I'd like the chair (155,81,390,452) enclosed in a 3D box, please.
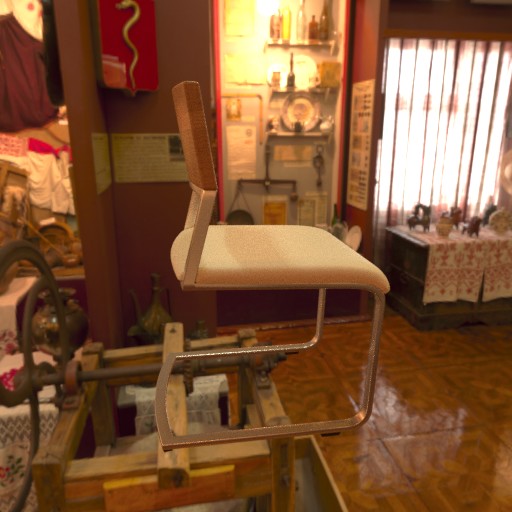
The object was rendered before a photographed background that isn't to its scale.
[{"bbox_3d":[0.000,0.000,1.210,0.585,0.844,0.467,-2,16,-8],"label":"chair"}]
